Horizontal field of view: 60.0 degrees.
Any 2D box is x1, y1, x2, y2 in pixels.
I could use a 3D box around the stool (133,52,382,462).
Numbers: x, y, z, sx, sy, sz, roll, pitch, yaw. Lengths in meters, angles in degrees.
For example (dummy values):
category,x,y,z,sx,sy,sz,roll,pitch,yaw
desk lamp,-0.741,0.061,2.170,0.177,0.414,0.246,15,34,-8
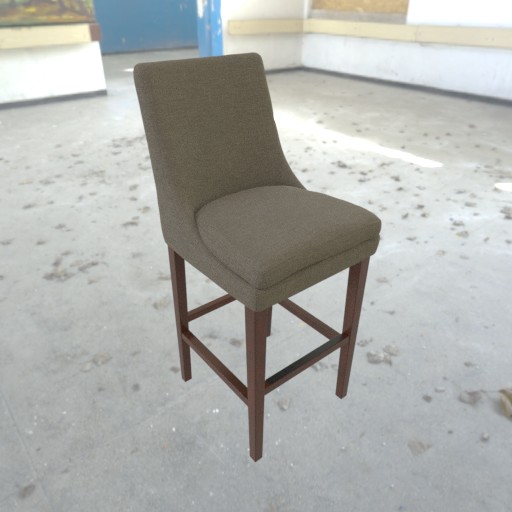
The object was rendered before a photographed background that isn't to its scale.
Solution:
category,x,y,z,sx,sy,sz,roll,pitch,yaw
stool,0.000,0.000,1.362,0.470,1.078,0.577,-22,37,-33
